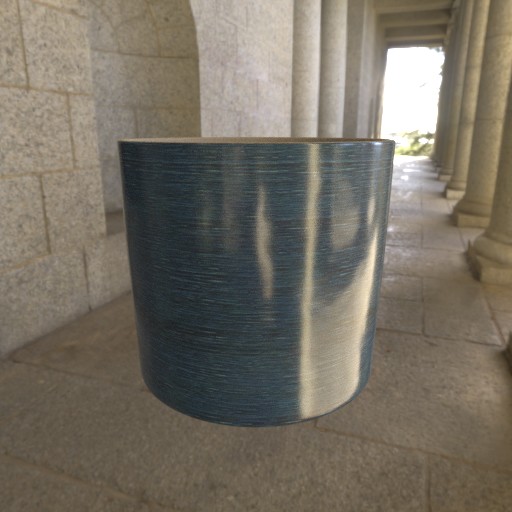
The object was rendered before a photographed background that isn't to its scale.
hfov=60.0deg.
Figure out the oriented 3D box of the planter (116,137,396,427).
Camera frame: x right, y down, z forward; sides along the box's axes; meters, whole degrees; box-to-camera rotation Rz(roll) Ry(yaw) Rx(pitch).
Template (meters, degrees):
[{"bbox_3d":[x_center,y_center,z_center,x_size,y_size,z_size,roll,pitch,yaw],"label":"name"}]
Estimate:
[{"bbox_3d":[0.000,0.000,0.395,0.221,0.201,0.221,0,16,0],"label":"planter"}]
